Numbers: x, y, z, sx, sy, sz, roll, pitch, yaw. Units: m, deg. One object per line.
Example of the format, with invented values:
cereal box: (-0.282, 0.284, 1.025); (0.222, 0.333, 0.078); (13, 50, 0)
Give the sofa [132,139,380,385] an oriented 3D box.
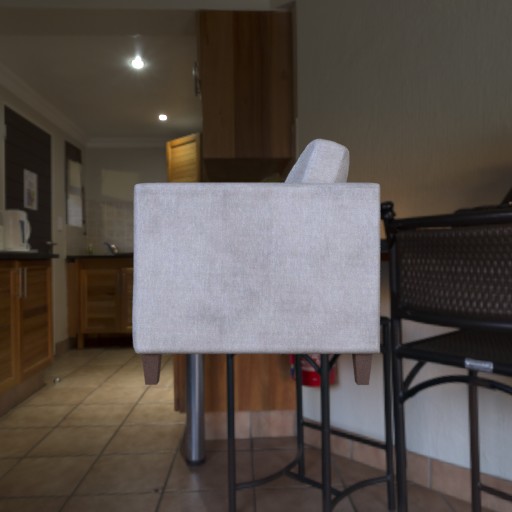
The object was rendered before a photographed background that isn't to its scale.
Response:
sofa: (0.000, 0.000, 2.720); (0.951, 0.965, 2.208); (0, 1, 0)
